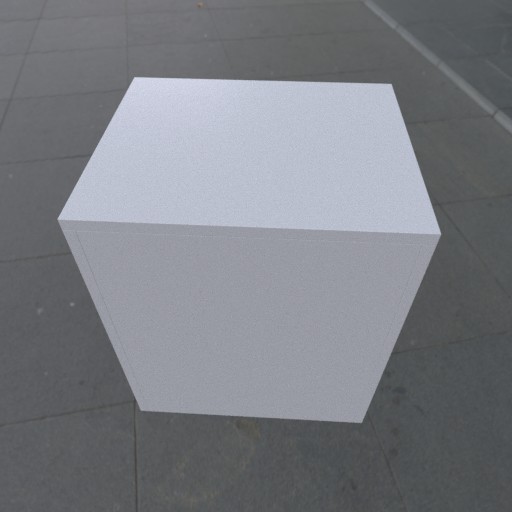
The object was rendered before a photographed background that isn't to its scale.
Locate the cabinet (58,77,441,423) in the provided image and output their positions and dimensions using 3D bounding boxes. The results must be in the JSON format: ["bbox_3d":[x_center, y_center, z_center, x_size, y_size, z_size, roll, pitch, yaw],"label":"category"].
[{"bbox_3d":[0.000,0.000,0.755,0.400,0.470,0.360,2,47,2],"label":"cabinet"}]
